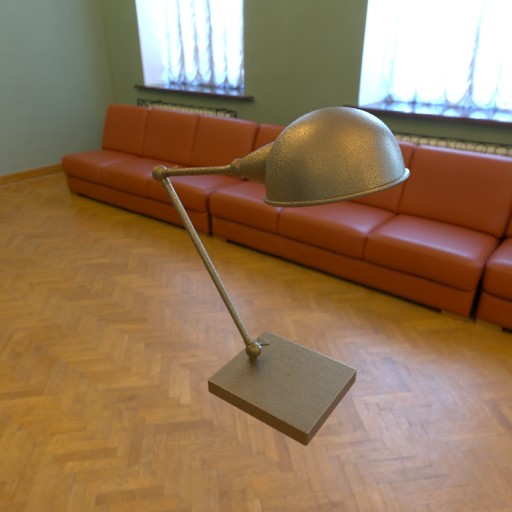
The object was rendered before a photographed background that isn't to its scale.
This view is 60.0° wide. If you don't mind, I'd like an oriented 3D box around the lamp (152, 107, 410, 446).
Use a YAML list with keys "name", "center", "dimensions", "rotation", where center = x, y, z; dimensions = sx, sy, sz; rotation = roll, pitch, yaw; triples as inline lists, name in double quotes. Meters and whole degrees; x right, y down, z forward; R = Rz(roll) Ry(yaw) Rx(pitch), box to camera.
- name: "lamp"
  center: [0.000, 0.000, 0.553]
  dimensions: [0.339, 0.371, 0.149]
  rotation: [18, 32, 32]
